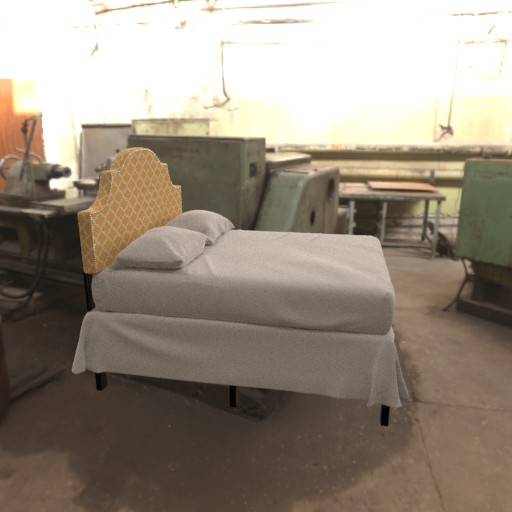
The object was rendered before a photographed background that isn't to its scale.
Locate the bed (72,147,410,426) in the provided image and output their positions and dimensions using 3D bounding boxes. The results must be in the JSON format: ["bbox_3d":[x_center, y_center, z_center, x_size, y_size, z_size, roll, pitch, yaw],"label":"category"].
[{"bbox_3d":[0.000,0.000,3.453,2.222,1.633,1.780,3,16,11],"label":"bed"}]
